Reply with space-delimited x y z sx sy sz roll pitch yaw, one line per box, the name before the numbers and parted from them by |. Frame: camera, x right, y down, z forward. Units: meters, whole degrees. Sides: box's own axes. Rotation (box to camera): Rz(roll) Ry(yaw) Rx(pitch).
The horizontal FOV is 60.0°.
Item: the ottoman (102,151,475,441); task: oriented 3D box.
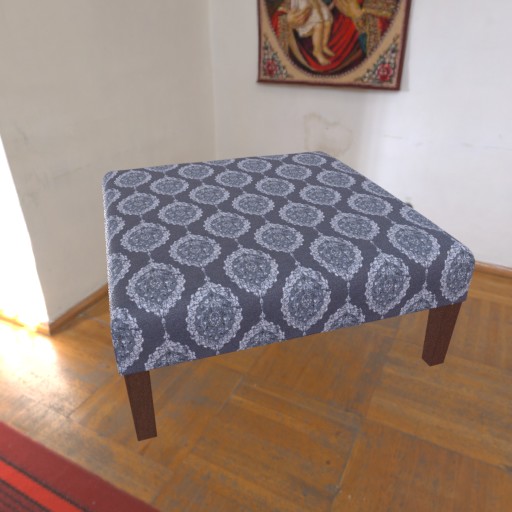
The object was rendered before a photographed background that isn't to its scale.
ottoman | 0.000 0.000 1.426 0.889 0.409 0.890 -9 32 -15
